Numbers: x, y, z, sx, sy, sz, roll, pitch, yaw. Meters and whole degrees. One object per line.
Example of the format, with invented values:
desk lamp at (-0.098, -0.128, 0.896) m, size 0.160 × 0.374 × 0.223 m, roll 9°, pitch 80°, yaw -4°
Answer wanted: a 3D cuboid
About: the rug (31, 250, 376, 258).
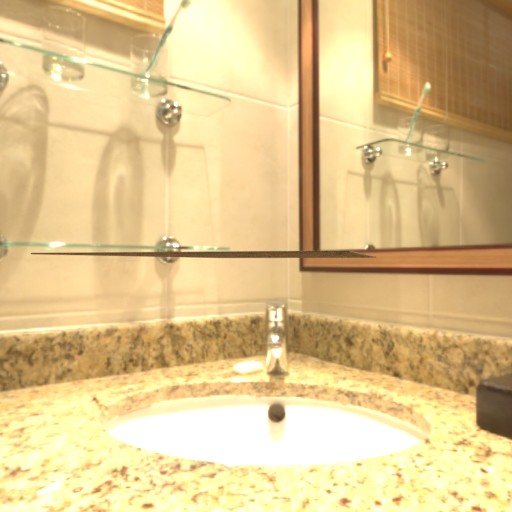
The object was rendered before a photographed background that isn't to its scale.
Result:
rug at (0.000, 0.000, 3.067) m, size 1.515 × 0.007 × 2.427 m, roll 0°, pitch -1°, yaw 17°
